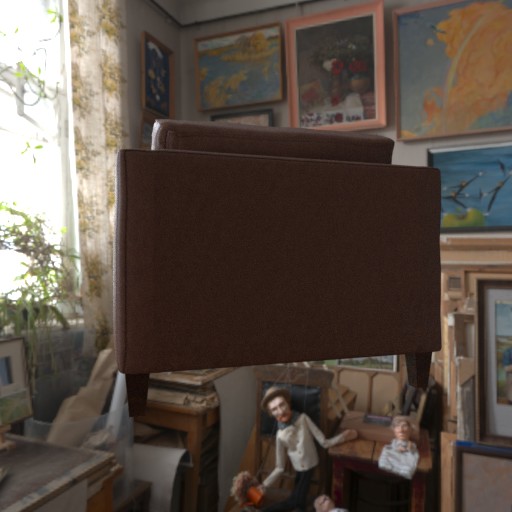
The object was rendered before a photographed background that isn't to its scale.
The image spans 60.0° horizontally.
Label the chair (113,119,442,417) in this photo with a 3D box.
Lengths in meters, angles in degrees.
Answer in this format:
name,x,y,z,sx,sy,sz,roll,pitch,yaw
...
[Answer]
name,x,y,z,sx,sy,sz,roll,pitch,yaw
chair,0.000,0.000,1.822,1.107,0.917,0.959,0,0,-17
